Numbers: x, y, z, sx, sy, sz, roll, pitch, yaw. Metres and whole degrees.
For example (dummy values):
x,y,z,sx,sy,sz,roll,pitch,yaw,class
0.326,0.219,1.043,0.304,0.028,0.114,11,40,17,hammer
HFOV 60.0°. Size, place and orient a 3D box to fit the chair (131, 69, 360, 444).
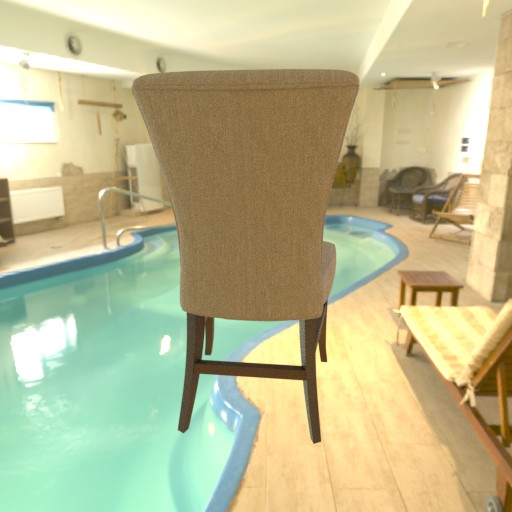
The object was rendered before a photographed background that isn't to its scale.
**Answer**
x,y,z,sx,sy,sz,roll,pitch,yaw,class
0.000,0.000,1.360,0.520,0.991,0.660,2,15,7,chair
